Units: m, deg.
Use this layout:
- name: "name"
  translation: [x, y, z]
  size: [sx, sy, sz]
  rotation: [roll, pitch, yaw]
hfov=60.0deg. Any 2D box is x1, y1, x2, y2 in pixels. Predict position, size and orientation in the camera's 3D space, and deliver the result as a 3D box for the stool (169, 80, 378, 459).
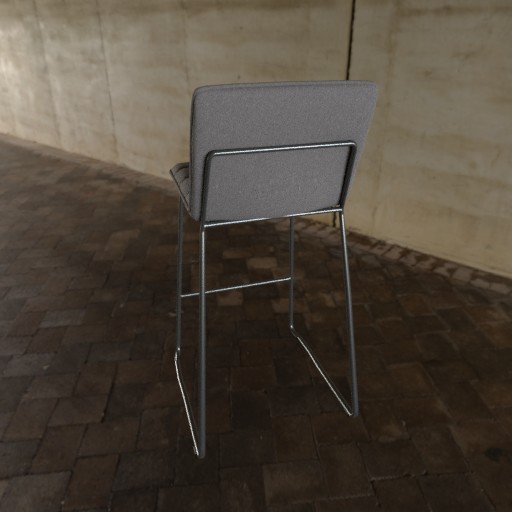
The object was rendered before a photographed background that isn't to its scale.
- name: "stool"
  translation: [0.000, 0.000, 1.255]
  size: [0.490, 0.960, 0.490]
  rotation: [-8, 28, -16]
